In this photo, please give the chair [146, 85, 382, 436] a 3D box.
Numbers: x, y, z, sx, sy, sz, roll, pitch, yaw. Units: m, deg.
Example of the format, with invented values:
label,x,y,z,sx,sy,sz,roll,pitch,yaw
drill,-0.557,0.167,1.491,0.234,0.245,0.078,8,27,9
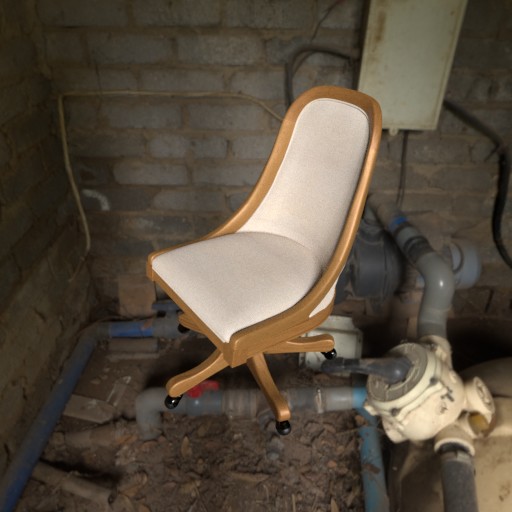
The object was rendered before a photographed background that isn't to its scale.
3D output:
label,x,y,z,sx,sy,sz,roll,pitch,yaw
chair,0.000,0.000,1.534,0.811,1.009,0.702,-22,38,-30
